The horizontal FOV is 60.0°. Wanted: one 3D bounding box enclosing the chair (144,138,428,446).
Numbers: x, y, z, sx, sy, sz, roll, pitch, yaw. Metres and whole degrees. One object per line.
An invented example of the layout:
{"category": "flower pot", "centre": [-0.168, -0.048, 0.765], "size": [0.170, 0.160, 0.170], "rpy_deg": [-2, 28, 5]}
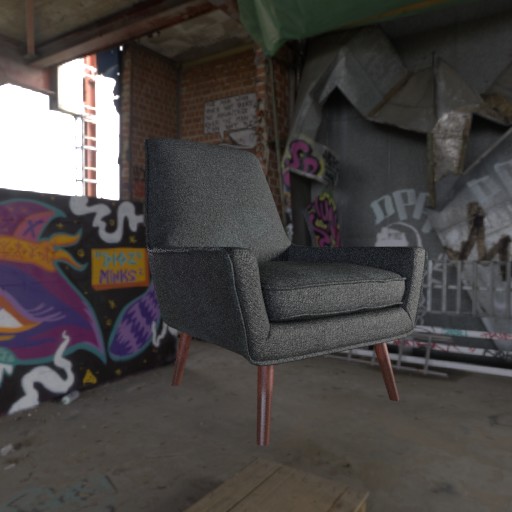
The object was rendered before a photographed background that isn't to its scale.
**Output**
{"category": "chair", "centre": [0.000, 0.000, 1.510], "size": [0.763, 0.883, 0.859], "rpy_deg": [-1, 2, -37]}
